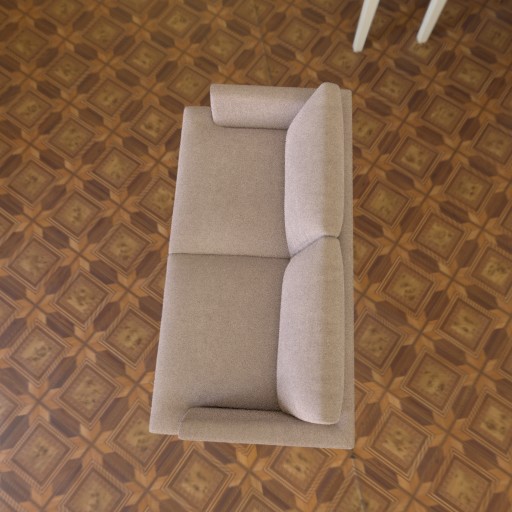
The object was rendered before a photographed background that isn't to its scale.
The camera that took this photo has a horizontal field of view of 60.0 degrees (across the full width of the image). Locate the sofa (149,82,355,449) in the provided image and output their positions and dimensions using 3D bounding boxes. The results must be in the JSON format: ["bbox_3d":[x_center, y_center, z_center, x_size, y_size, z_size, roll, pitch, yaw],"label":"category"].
[{"bbox_3d":[0.000,0.000,2.517,1.020,0.868,1.948,3,74,1],"label":"sofa"}]
